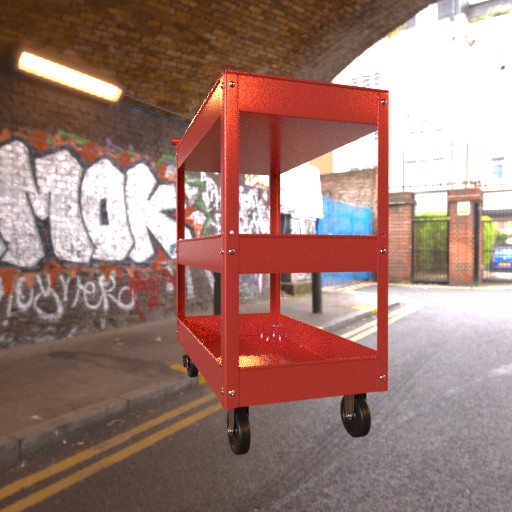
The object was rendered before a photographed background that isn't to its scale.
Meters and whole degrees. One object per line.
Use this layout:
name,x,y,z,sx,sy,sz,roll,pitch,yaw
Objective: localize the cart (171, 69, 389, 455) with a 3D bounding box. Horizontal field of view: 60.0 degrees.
cart,0.000,0.000,1.201,0.366,0.780,0.719,0,1,-18
